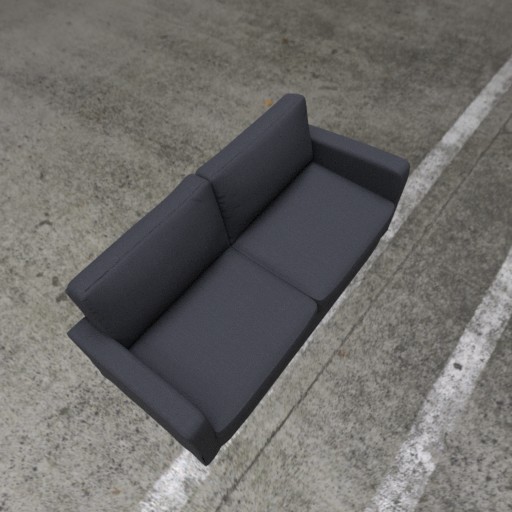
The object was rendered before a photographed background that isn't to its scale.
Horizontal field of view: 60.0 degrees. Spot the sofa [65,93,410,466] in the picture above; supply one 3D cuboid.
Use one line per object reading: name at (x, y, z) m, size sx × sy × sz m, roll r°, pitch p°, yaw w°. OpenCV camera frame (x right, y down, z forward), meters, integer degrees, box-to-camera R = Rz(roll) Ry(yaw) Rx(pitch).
sofa at (0.000, 0.000, 2.370) m, size 0.898 × 0.839 × 1.852 m, roll 33°, pitch 63°, yaw 19°
